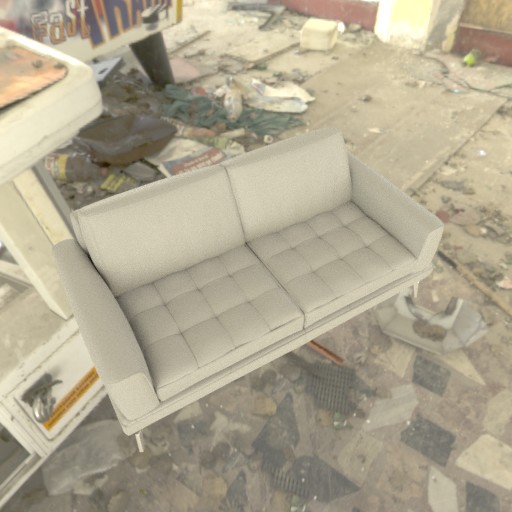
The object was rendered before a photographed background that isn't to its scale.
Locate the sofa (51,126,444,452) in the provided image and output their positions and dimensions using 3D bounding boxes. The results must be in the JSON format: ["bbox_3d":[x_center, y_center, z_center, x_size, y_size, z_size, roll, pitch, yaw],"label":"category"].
[{"bbox_3d":[0.000,0.000,2.740,2.177,0.930,1.121,-23,50,-21],"label":"sofa"}]
